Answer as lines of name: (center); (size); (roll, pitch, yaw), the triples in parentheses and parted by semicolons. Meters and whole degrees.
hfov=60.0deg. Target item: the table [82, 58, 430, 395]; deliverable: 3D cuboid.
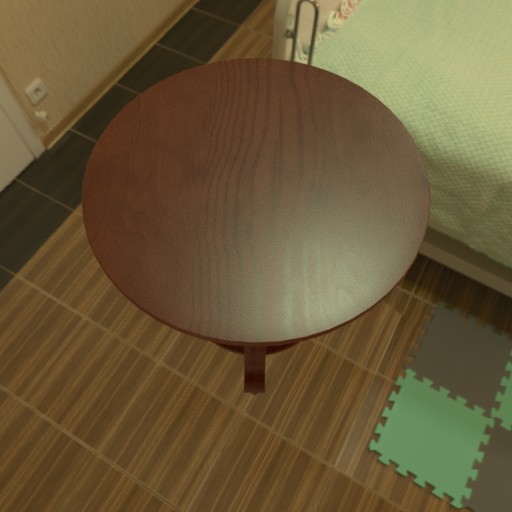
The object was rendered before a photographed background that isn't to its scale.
table: (0.000, 0.000, 1.040); (0.597, 0.612, 0.597); (0, 63, 0)
